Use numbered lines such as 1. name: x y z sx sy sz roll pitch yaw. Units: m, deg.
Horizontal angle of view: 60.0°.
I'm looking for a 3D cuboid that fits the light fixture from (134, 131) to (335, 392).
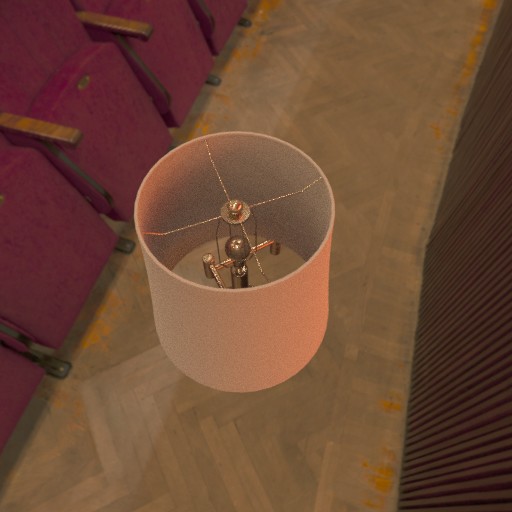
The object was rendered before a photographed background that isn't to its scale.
1. light fixture: 0.000 0.000 0.583 0.223 0.381 0.348 15 60 9
